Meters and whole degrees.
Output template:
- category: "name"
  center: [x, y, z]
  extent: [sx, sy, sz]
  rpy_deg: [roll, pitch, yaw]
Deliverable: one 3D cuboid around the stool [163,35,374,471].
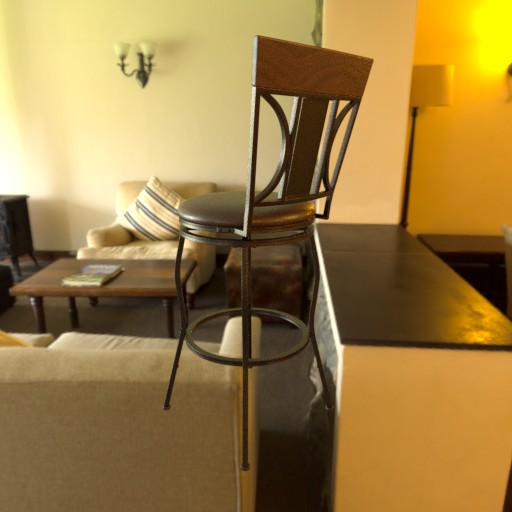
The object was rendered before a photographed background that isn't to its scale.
- category: "stool"
  center: [0.000, 0.000, 1.379]
  extent: [0.448, 1.130, 0.513]
  rpy_deg: [-15, 21, -42]
